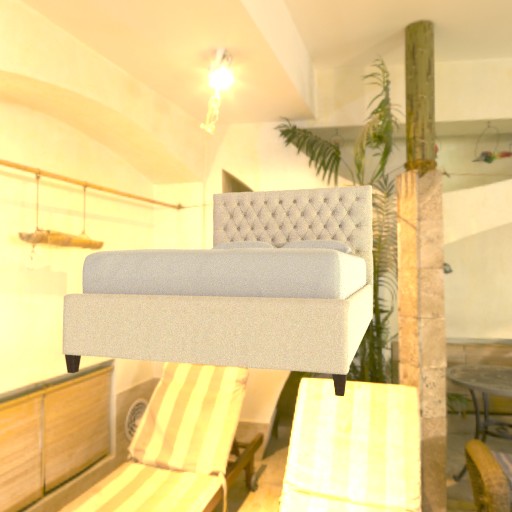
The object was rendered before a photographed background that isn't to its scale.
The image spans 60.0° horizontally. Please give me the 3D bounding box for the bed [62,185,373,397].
[{"bbox_3d":[0.000,0.000,3.516,1.698,1.427,2.387,0,-1,17],"label":"bed"}]
